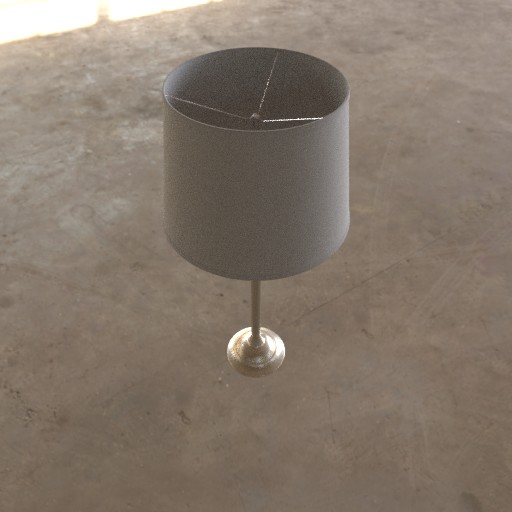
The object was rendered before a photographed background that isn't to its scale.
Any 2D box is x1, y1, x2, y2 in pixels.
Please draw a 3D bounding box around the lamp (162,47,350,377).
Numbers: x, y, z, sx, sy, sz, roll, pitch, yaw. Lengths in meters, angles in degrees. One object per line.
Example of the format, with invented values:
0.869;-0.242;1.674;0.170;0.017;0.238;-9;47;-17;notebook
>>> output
0.000;0.000;0.874;0.331;0.698;0.331;0;46;0;lamp
